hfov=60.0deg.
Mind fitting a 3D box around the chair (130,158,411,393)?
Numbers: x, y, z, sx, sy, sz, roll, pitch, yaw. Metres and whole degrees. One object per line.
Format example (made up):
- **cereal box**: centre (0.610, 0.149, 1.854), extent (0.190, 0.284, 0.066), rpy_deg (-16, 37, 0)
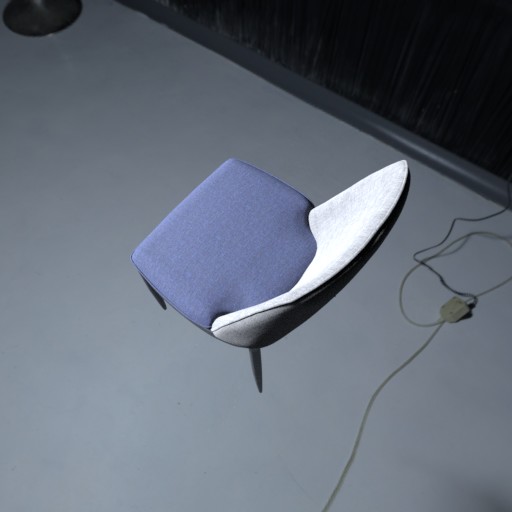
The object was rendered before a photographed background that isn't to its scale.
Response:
- **chair**: centre (0.000, 0.000, 1.194), extent (0.550, 0.855, 0.488), rpy_deg (36, 69, 16)
